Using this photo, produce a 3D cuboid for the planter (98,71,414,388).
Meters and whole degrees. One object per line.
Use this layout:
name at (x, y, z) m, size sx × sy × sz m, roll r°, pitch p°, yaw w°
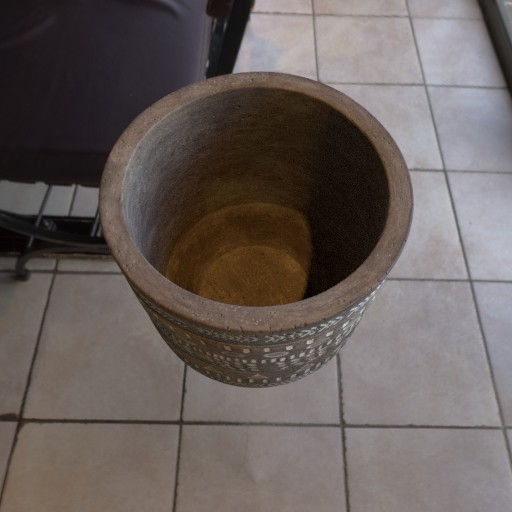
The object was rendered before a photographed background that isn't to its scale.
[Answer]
planter at (0.000, 0.000, 0.265) m, size 0.142 × 0.149 × 0.142 m, roll 0°, pitch 63°, yaw 0°
